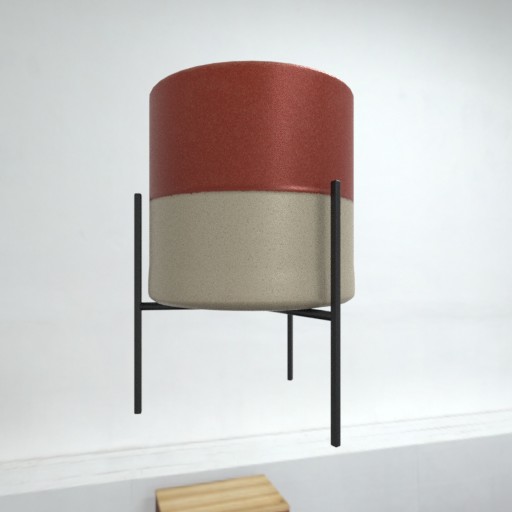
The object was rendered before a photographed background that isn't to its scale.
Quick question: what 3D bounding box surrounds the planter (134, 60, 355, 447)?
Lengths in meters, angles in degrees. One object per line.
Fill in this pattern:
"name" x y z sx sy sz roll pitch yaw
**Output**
"planter" 0.000 0.000 0.509 0.235 0.354 0.251 0 0 -37
